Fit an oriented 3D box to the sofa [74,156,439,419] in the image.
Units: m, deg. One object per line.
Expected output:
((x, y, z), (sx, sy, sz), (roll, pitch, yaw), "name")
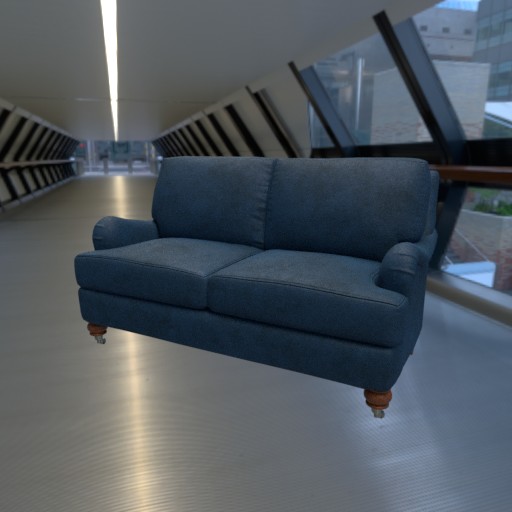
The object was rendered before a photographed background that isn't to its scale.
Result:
((0.000, 0.000, 2.537), (1.853, 1.101, 1.084), (7, 15, 27), "sofa")
